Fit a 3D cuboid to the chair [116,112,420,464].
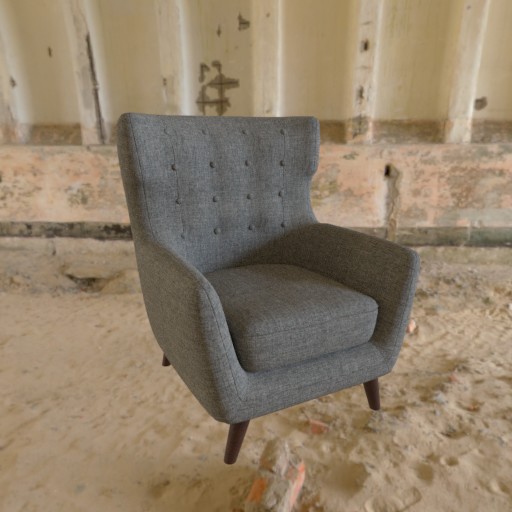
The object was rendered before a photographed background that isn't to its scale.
[{"bbox_3d":[0.000,0.000,1.718,0.878,1.063,0.904,-8,17,-27],"label":"chair"}]
